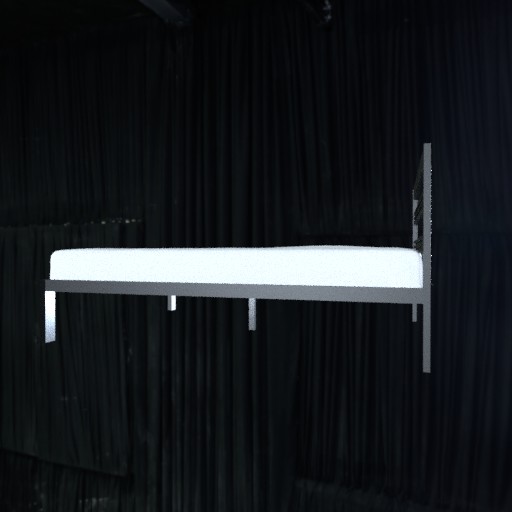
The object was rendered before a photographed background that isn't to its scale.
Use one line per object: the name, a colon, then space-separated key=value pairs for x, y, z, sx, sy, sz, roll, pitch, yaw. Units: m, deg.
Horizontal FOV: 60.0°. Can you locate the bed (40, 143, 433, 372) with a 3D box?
bed: x=0.000 y=0.000 z=2.904 sx=2.062 sy=0.967 sz=1.524 roll=0 pitch=1 yaw=18
